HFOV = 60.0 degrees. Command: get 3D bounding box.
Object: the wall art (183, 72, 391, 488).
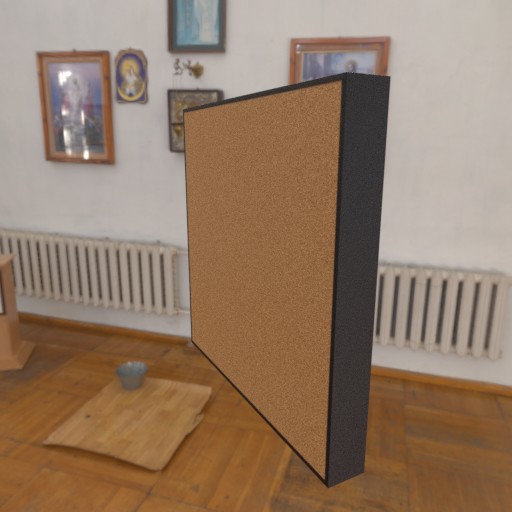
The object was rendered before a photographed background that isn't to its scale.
[{"bbox_3d":[0.000,0.000,0.447,0.037,0.303,0.304,-7,15,-27],"label":"wall art"}]
